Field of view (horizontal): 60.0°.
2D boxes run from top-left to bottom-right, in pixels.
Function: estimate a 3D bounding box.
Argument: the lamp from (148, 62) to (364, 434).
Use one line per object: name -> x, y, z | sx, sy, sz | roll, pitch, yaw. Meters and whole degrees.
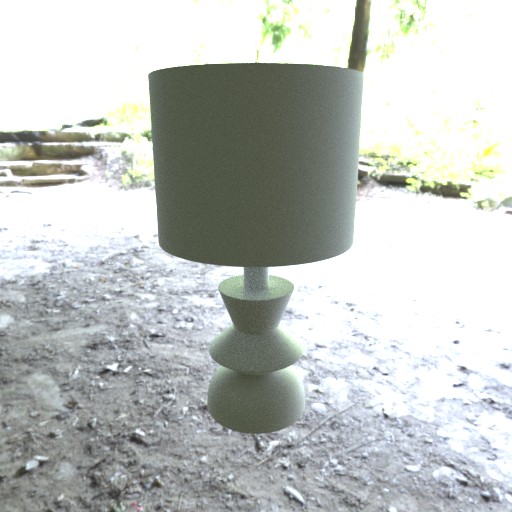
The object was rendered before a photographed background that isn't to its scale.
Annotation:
lamp -> 0.000, 0.000, 0.707 | 0.301, 0.533, 0.301 | -3, 17, -8
